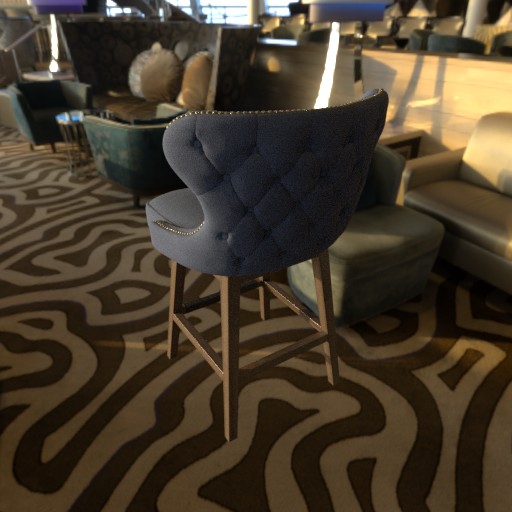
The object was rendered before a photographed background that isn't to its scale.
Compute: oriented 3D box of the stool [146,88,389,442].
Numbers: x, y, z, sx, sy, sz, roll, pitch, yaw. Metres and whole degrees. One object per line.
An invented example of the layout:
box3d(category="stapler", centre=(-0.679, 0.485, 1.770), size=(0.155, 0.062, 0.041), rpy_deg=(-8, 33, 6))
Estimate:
box3d(category="stool", centre=(0.000, 0.000, 1.348), size=(0.615, 0.972, 0.597), rpy_deg=(-18, 34, -29))
